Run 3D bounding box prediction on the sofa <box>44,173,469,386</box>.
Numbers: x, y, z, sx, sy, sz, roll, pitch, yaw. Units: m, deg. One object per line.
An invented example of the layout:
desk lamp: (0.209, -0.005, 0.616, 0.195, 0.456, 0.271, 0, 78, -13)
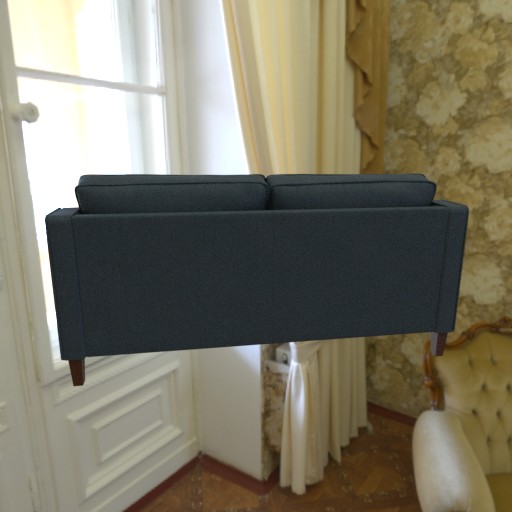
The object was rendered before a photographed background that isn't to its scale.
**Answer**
sofa: (0.000, 0.000, 2.818, 2.178, 1.071, 1.066, -2, 14, -9)
